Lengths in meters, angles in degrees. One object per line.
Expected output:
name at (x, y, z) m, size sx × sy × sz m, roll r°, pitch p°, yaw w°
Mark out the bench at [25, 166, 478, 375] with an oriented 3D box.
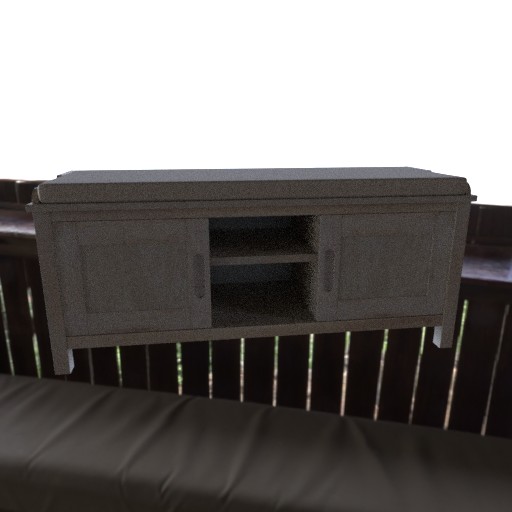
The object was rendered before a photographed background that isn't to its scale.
bench at (0.000, 0.000, 1.353) m, size 1.140 × 0.501 × 0.398 m, roll -2°, pitch 16°, yaw -8°
